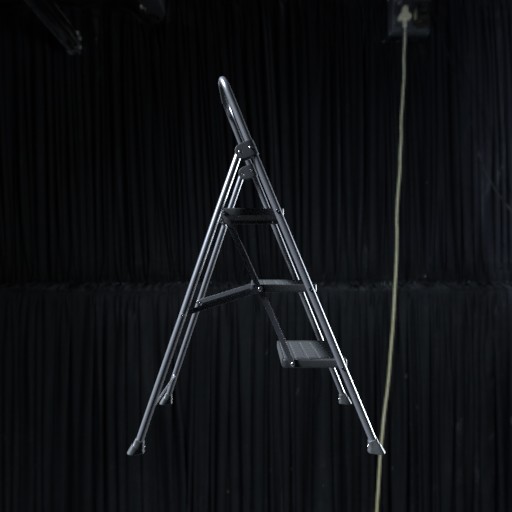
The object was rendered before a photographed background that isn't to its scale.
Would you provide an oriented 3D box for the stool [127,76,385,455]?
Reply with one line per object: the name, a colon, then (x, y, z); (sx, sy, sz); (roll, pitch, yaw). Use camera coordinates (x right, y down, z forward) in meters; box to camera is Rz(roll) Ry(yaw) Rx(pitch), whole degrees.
stool: (0.000, 0.000, 1.483); (0.733, 1.121, 0.473); (0, 0, 0)
